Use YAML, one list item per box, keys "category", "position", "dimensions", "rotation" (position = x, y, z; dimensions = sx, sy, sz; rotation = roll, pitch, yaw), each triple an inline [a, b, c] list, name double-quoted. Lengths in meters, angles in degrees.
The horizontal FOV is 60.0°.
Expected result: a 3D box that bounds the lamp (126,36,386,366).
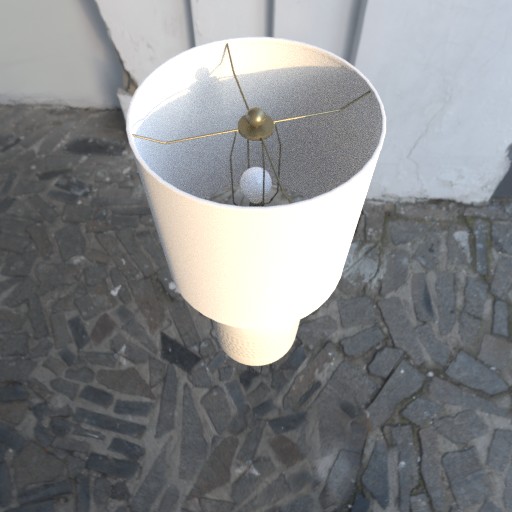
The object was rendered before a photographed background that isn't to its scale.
- category: "lamp"
  position: [0.000, 0.000, 0.487]
  dimensions: [0.188, 0.392, 0.188]
  rotation: [20, 59, 12]
